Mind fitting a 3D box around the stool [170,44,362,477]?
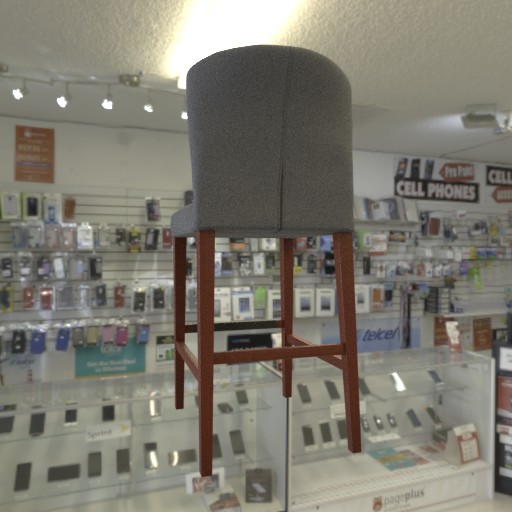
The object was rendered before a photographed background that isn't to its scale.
[{"bbox_3d":[0.000,0.000,1.380,0.481,1.069,0.568,0,0,-18],"label":"stool"}]
